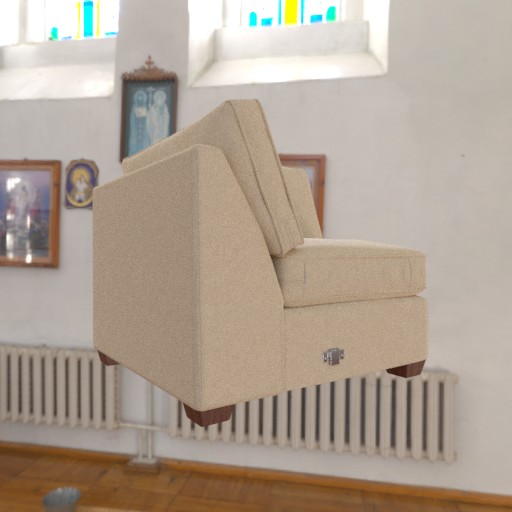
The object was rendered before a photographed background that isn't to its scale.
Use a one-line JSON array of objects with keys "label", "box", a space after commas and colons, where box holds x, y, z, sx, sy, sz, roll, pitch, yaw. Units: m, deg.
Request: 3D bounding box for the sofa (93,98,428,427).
[{"label": "sofa", "box": [0.000, 0.000, 1.982, 1.146, 1.002, 1.084, 0, 1, -35]}]
